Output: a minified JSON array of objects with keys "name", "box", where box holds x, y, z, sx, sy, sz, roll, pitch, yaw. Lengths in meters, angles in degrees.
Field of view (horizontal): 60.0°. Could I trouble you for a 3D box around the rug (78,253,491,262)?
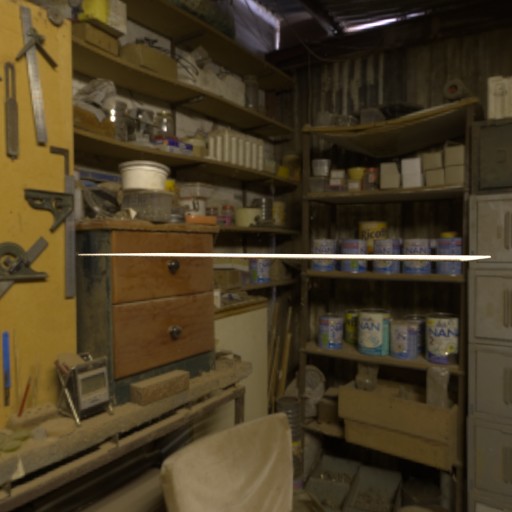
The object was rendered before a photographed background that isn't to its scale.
[{"name":"rug","box":[0.000,0.000,2.670,2.450,0.014,0.793,1,1,35]}]
